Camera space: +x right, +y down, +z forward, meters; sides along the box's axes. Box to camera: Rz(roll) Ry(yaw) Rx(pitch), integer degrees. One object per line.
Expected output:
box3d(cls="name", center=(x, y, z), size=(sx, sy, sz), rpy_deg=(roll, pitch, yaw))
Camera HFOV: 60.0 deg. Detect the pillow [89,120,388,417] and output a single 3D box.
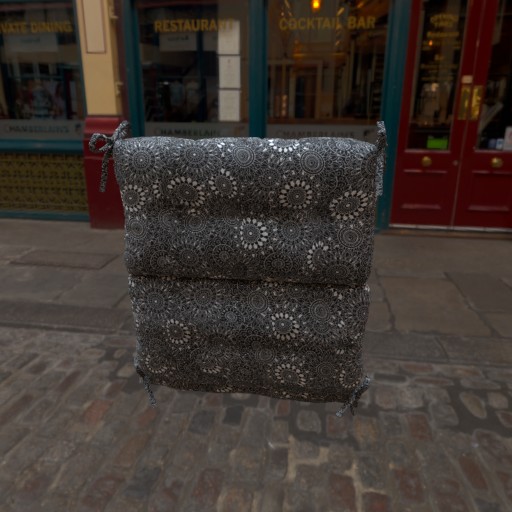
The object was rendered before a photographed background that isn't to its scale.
box3d(cls="pillow", center=(0.000, 0.000, 1.037), size=(0.519, 0.605, 0.571), rpy_deg=(2, 17, 8))
